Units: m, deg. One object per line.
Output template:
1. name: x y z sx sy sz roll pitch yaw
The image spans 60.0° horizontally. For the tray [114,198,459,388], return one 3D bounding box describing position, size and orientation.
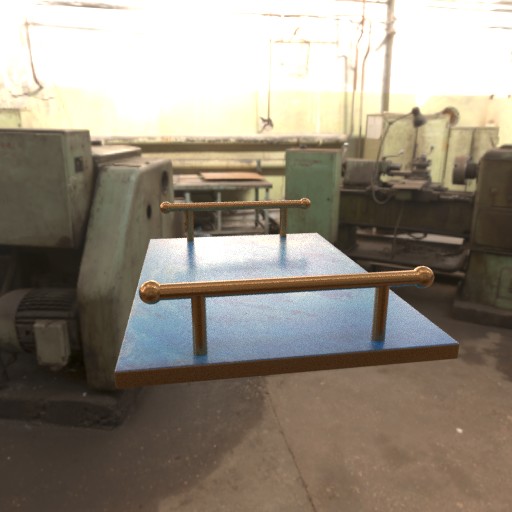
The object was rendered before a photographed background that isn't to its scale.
1. tray: 0.000 0.000 0.582 0.304 0.084 0.444 -3 16 -9
